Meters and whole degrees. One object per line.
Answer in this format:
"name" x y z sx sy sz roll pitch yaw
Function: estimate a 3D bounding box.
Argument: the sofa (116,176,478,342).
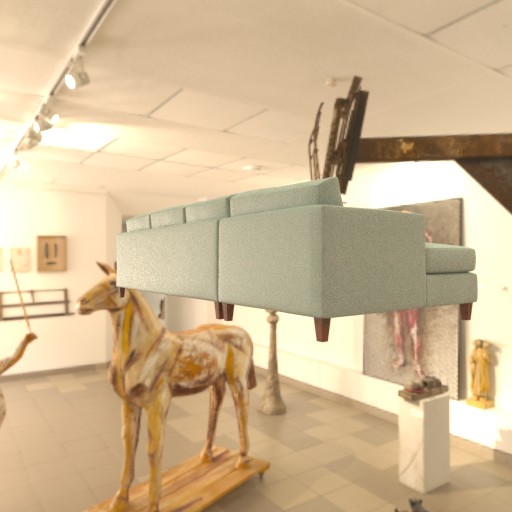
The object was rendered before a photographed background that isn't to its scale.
"sofa" 0.000 0.000 4.216 1.600 0.953 3.470 0 0 -35
